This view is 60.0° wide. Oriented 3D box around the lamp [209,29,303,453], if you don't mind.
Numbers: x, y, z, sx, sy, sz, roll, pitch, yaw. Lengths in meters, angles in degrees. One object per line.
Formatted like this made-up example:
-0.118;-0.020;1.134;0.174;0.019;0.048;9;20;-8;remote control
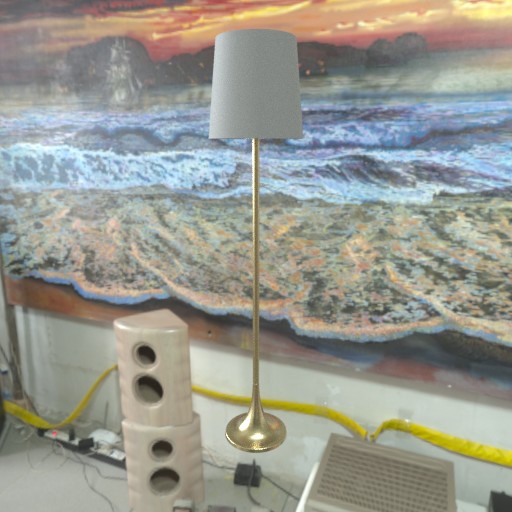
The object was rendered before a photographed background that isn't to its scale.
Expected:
0.000;0.000;1.691;0.337;1.543;0.337;0;14;0;lamp
